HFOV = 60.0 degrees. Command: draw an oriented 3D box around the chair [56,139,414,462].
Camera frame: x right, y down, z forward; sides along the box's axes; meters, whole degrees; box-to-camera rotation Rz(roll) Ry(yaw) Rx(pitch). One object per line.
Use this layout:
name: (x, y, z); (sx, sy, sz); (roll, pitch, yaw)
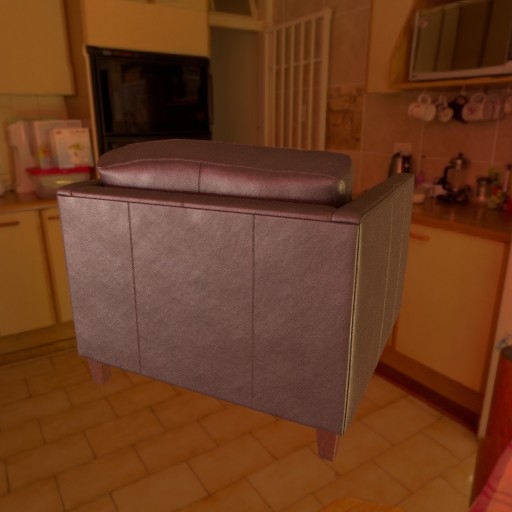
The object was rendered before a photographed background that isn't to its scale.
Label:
chair: (0.000, 0.000, 1.566); (0.939, 0.811, 0.862); (8, 19, 25)
